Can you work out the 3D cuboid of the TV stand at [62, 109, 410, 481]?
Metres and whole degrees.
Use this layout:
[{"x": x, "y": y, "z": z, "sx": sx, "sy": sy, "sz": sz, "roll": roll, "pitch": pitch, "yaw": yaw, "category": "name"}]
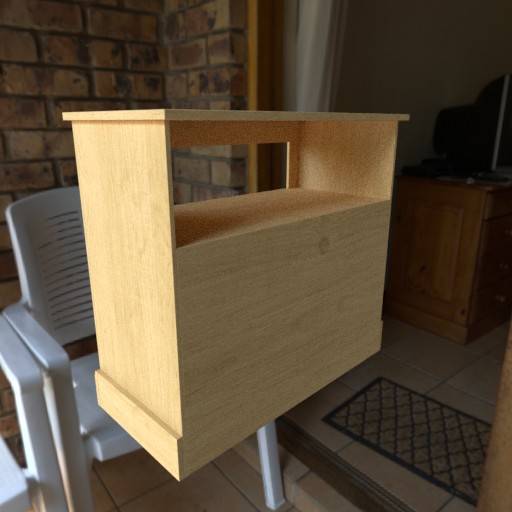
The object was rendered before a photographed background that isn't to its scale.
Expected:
[{"x": 0.000, "y": 0.000, "z": 1.287, "sx": 0.851, "sy": 0.787, "sz": 0.430, "roll": -16, "pitch": 23, "yaw": -42, "category": "TV stand"}]
